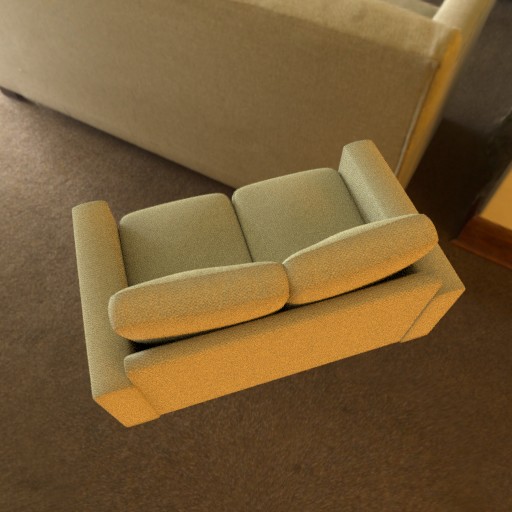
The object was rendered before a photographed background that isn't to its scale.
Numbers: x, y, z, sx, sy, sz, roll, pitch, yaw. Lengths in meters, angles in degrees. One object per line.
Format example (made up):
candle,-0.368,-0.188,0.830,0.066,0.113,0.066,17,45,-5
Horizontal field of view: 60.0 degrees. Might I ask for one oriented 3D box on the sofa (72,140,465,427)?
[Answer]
sofa,0.000,0.000,2.161,1.616,0.873,1.016,-15,59,-9
